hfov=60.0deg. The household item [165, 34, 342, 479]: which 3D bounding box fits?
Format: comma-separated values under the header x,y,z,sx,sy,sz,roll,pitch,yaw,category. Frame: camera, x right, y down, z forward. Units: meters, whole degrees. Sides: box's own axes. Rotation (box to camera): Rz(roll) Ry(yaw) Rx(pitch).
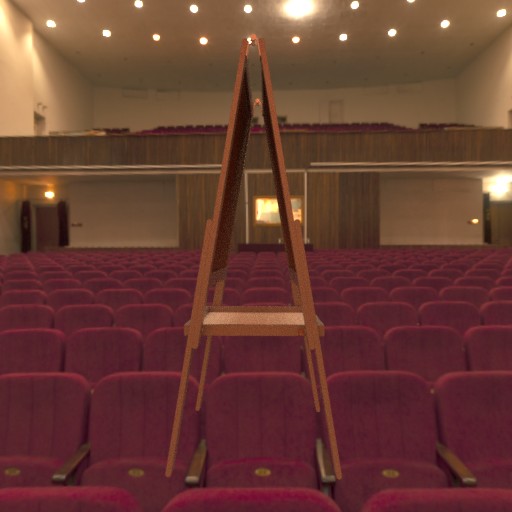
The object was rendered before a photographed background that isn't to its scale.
x,y,z,sx,sy,sz,roll,pitch,yaw,category
0.000,0.000,1.434,0.469,1.172,0.531,0,1,2,household item
